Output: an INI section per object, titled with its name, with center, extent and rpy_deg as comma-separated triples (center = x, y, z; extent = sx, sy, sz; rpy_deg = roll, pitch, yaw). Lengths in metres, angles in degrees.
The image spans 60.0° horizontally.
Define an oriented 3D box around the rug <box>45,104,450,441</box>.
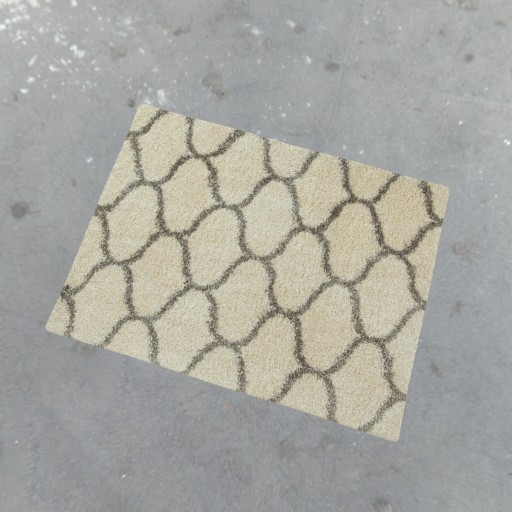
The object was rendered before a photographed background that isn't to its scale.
[rug]
center = 0.000, 0.000, 2.060
extent = 1.600, 0.025, 1.200
rpy_deg = 16, 76, 4
